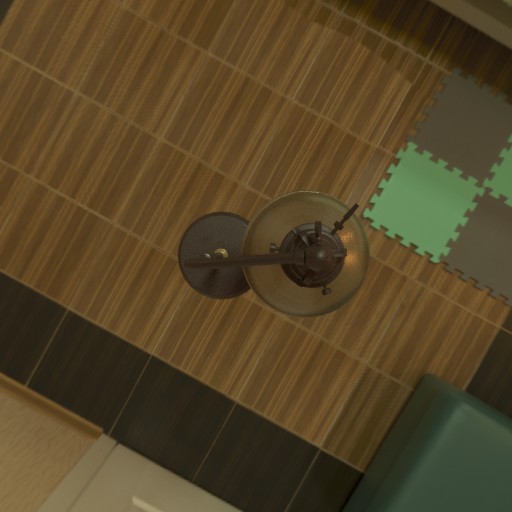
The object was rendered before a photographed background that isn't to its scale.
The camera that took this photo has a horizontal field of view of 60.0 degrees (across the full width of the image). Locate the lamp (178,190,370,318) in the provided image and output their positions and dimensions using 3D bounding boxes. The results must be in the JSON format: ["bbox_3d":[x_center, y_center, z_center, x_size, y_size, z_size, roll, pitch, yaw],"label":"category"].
[{"bbox_3d":[0.000,0.000,0.600,0.298,0.469,0.175,0,91,0],"label":"lamp"}]
